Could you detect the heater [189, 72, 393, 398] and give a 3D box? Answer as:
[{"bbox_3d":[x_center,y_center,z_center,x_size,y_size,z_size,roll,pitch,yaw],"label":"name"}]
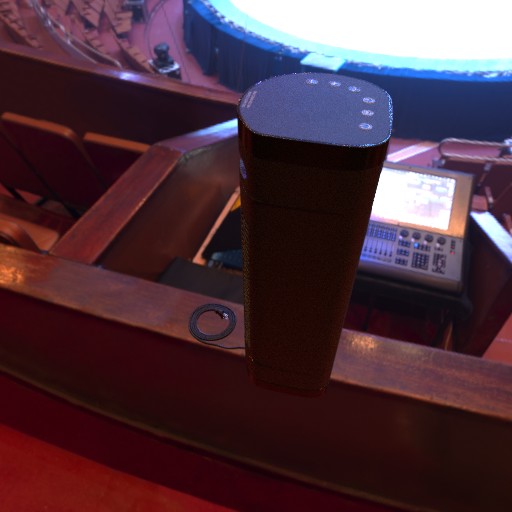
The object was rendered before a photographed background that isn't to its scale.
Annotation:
[{"bbox_3d":[0.000,0.000,0.715,0.312,0.552,0.174,10,47,9],"label":"heater"}]
